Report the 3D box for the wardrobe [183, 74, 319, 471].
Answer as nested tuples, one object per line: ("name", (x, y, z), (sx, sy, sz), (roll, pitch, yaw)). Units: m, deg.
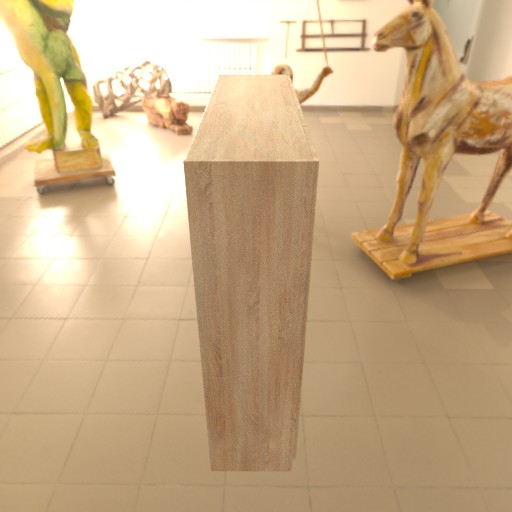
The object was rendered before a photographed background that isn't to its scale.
("wardrobe", (0.000, 0.000, 3.247), (0.598, 2.159, 1.998), (0, 32, 0))
